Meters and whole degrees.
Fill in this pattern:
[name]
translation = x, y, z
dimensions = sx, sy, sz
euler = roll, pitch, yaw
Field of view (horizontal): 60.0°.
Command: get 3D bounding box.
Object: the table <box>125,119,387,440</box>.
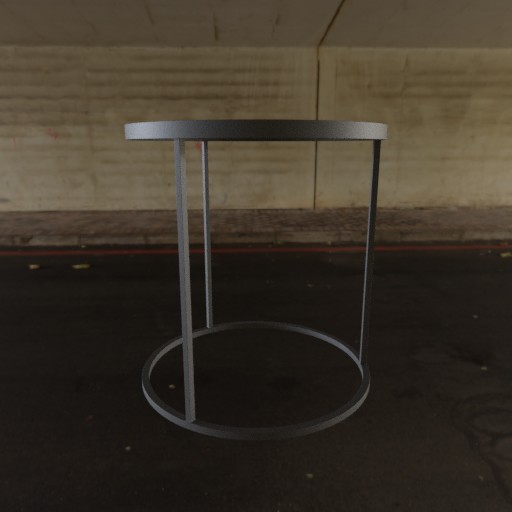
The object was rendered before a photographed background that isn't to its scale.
[table]
translation = 0.000, 0.000, 0.884
dimensions = 0.470, 0.498, 0.470
euler = 0, 14, 0
